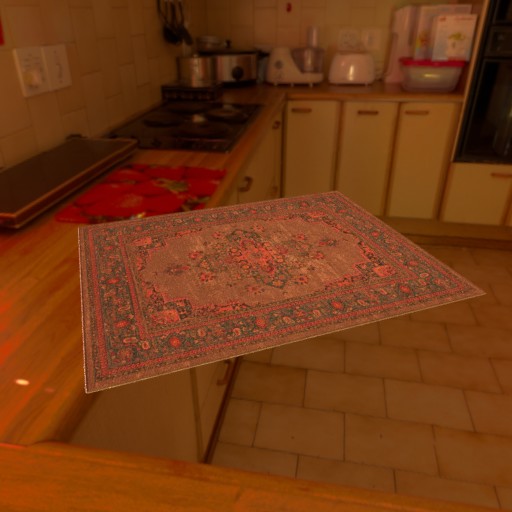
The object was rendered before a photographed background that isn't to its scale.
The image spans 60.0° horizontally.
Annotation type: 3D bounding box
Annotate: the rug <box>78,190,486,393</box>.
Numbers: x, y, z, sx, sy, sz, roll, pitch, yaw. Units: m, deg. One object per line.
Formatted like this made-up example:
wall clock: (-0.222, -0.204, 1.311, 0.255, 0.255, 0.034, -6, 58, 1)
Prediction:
rug: (0.000, 0.000, 4.089, 3.057, 0.013, 2.434, -10, 31, -18)
